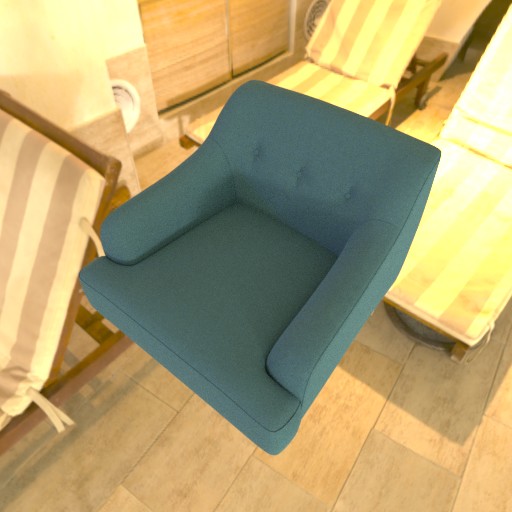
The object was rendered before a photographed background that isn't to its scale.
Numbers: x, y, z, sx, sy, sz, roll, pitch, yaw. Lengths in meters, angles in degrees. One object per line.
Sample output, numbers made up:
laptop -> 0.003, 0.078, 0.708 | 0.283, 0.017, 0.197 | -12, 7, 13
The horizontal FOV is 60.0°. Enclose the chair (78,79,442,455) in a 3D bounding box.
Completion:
chair -> 0.000, 0.000, 1.625 | 0.946, 0.818, 0.951 | 31, 54, 26
